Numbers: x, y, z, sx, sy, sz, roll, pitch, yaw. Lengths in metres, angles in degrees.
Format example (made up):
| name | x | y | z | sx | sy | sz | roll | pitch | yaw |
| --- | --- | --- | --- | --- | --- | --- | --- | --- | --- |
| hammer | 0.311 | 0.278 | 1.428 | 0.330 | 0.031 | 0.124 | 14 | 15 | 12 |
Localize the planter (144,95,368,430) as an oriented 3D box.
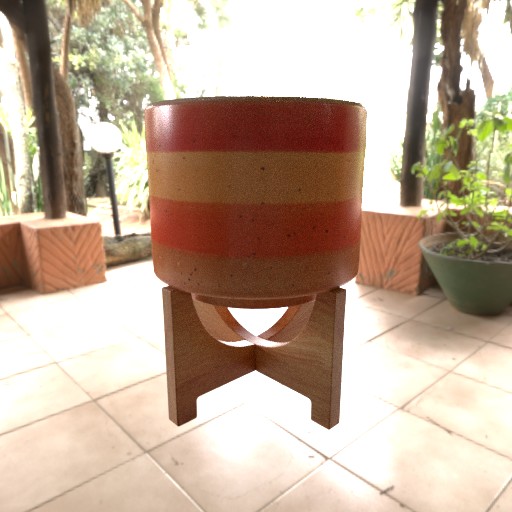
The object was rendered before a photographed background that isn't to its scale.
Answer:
| name | x | y | z | sx | sy | sz | roll | pitch | yaw |
| --- | --- | --- | --- | --- | --- | --- | --- | --- | --- |
| planter | 0.000 | 0.000 | 0.420 | 0.199 | 0.268 | 0.199 | 0 | 14 | 0 |
